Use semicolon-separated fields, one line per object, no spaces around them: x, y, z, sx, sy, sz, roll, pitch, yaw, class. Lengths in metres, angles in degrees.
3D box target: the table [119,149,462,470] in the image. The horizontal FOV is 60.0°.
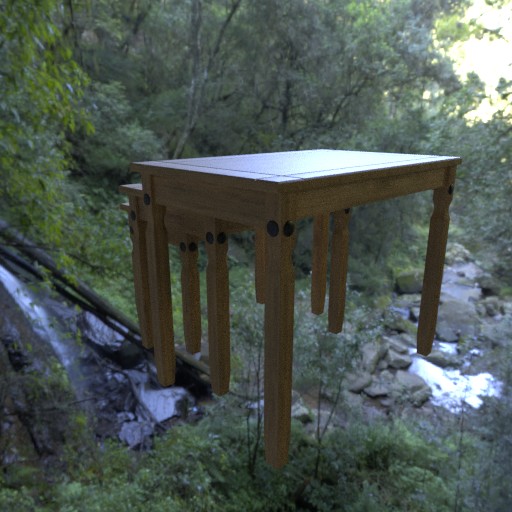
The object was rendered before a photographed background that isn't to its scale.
0.000;0.000;1.210;0.660;0.535;0.773;-16;23;-42;table
